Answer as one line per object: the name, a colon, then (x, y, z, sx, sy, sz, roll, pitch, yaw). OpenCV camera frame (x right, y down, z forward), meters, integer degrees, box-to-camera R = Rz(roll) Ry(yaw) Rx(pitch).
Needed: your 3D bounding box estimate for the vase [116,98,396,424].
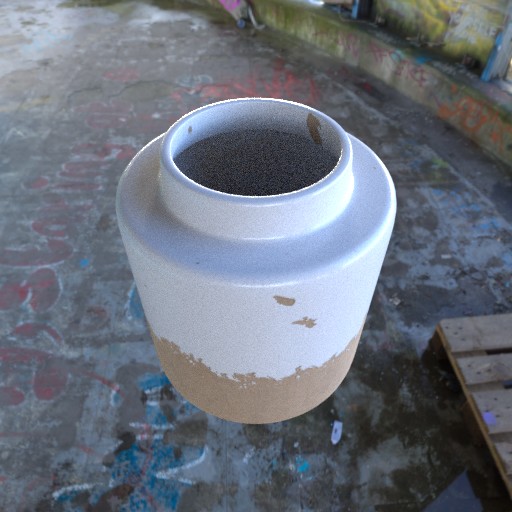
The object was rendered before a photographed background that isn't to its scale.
vase: (0.000, 0.000, 0.285, 0.153, 0.167, 0.153, 0, 46, 0)
